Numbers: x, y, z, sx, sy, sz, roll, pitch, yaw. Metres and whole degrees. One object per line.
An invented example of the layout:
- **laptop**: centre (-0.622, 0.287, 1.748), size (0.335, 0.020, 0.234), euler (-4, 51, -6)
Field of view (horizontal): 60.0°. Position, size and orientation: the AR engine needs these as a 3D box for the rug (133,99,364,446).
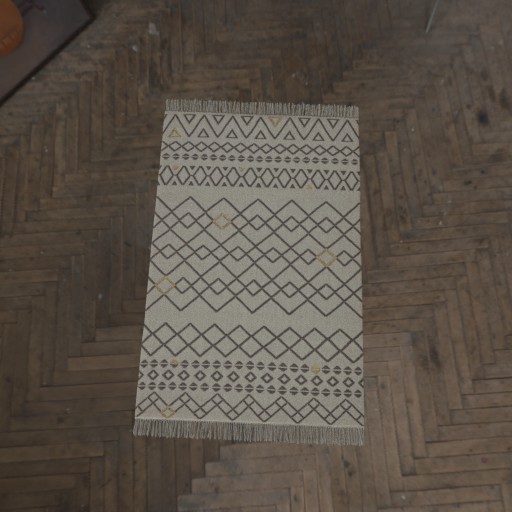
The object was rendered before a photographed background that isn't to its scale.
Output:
- **rug**: centre (0.000, 0.000, 3.141), size (1.495, 0.035, 2.472), euler (2, 76, 1)
